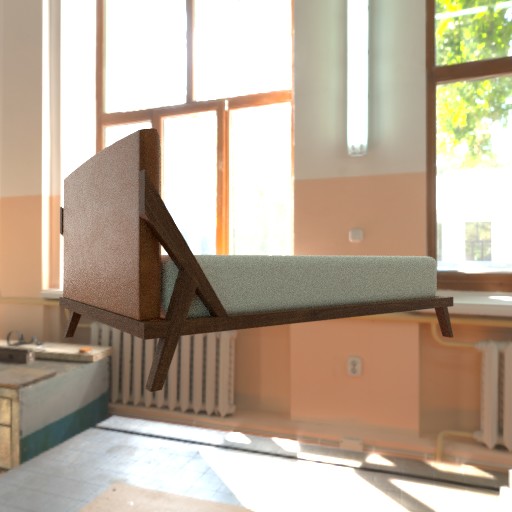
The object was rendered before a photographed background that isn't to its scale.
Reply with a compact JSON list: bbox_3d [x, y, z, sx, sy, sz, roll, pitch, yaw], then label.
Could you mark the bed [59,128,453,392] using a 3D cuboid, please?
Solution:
[{"bbox_3d":[0.000,0.000,3.198,2.311,1.168,1.651,0,-1,-35],"label":"bed"}]
